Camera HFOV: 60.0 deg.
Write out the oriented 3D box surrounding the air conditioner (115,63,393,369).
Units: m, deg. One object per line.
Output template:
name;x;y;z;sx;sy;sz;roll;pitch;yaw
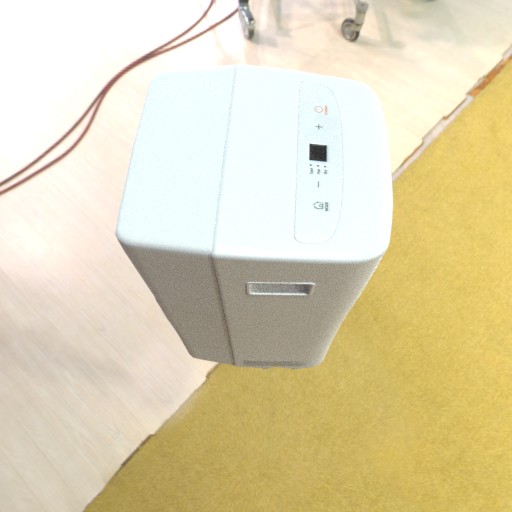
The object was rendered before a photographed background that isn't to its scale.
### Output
air conditioner;0.000;0.000;0.825;0.349;0.606;0.304;4;64;2
